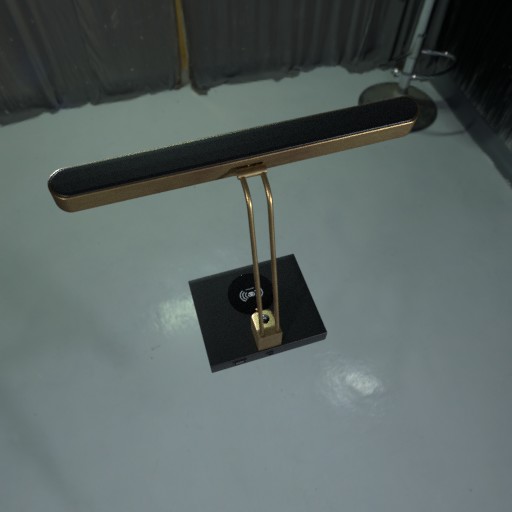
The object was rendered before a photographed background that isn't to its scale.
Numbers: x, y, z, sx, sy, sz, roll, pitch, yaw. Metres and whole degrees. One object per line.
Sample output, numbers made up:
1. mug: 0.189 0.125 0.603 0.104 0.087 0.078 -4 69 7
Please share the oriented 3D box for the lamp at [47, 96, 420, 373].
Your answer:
1. lamp: 0.000 0.000 0.585 0.412 0.345 0.156 -14 58 -9
